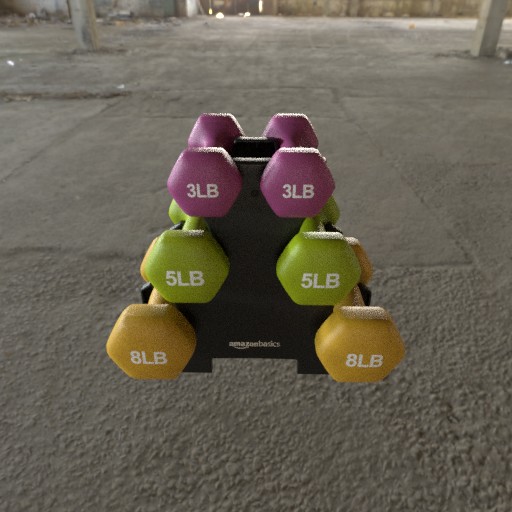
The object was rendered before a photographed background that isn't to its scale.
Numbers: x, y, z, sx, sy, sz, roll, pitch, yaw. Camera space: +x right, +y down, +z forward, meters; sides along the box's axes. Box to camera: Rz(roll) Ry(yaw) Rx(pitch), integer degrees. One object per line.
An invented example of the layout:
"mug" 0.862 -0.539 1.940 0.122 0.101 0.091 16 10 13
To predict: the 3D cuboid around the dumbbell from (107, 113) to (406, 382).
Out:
"dumbbell" 0.000 0.000 0.480 0.300 0.271 0.190 1 31 1
